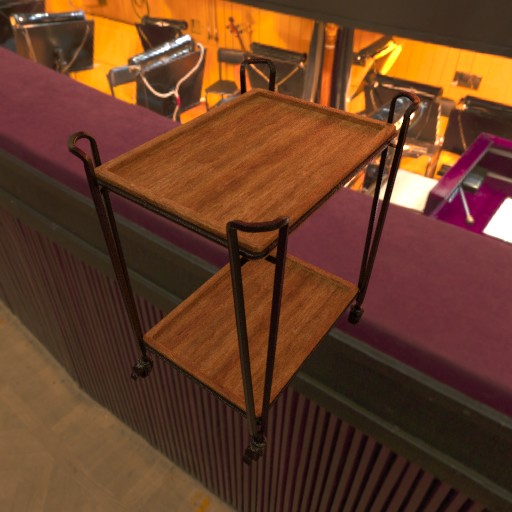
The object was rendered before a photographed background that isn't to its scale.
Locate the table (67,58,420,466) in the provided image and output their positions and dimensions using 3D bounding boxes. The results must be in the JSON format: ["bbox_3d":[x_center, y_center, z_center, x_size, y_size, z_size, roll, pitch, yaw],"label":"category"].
[{"bbox_3d":[0.000,0.000,1.205,0.505,0.785,0.672,26,47,27],"label":"table"}]
